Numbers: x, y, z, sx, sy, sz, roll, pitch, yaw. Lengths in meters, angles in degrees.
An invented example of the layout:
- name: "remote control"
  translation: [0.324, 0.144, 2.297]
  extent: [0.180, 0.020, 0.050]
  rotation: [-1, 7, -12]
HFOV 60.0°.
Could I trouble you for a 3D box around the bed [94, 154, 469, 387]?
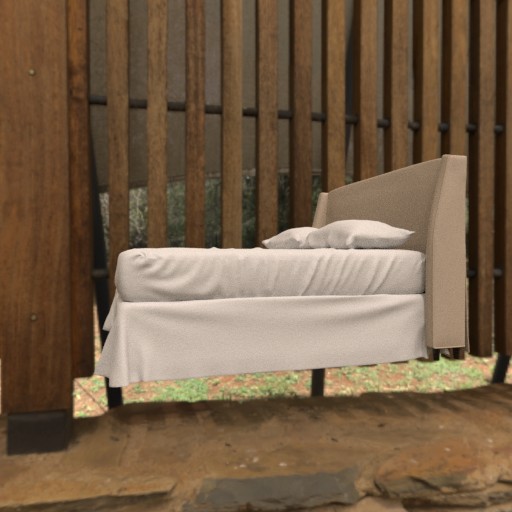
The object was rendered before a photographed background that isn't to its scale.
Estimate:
- name: "bed"
  translation: [0.000, 0.000, 3.405]
  extent: [2.276, 1.332, 1.925]
  rotation: [0, 0, -17]
